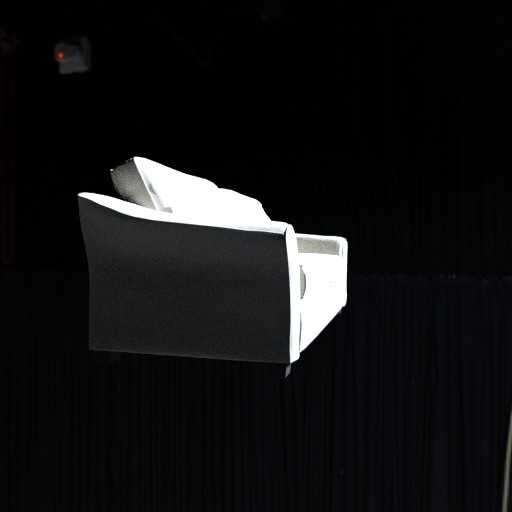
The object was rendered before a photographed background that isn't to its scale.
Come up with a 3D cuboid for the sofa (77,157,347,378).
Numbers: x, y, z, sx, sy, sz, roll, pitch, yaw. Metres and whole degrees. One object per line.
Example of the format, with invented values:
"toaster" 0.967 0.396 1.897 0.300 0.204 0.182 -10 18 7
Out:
"sofa" 0.000 0.000 2.864 0.980 0.965 2.270 0 1 17
